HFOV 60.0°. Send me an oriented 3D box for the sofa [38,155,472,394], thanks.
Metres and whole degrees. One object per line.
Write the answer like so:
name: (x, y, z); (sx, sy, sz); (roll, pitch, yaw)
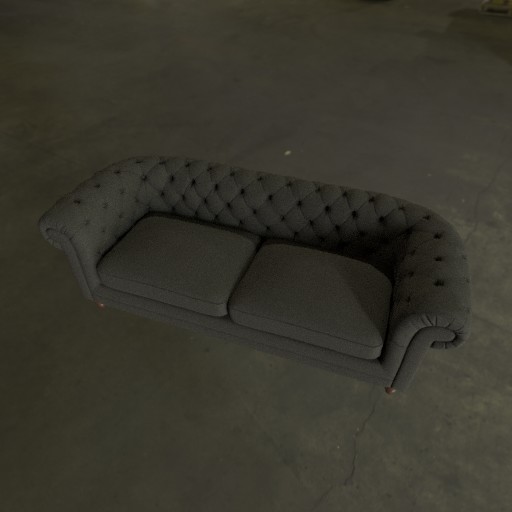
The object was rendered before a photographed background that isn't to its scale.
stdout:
sofa: (0.000, 0.000, 2.749); (2.362, 0.762, 0.991); (13, 43, 15)
